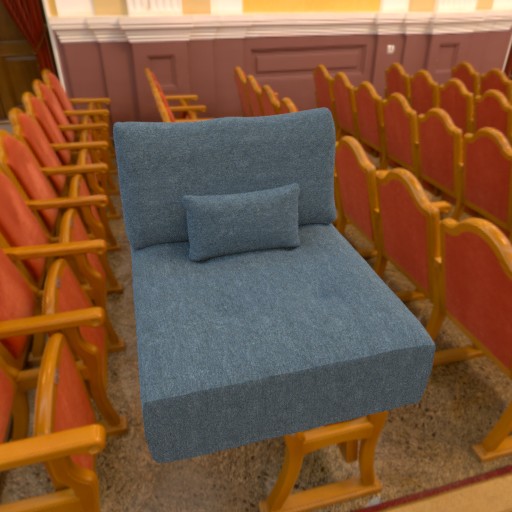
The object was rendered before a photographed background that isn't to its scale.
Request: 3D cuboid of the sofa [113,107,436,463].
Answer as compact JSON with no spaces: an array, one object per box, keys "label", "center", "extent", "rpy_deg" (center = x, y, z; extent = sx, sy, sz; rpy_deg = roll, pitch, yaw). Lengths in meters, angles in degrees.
[{"label":"sofa","center":[0.000,0.000,1.648],"extent":[0.930,0.820,1.000],"rpy_deg":[-8,33,-13]}]
